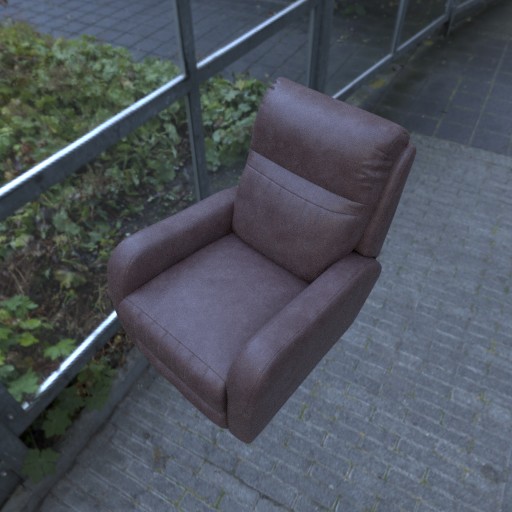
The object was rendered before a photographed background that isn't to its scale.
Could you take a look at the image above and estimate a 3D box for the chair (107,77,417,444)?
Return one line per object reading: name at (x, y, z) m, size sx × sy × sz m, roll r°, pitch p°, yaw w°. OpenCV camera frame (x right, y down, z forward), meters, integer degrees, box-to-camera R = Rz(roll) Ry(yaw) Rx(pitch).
chair at (0.000, 0.000, 1.851) m, size 0.865 × 1.067 × 1.067 m, roll 34°, pitch 55°, yaw 28°
